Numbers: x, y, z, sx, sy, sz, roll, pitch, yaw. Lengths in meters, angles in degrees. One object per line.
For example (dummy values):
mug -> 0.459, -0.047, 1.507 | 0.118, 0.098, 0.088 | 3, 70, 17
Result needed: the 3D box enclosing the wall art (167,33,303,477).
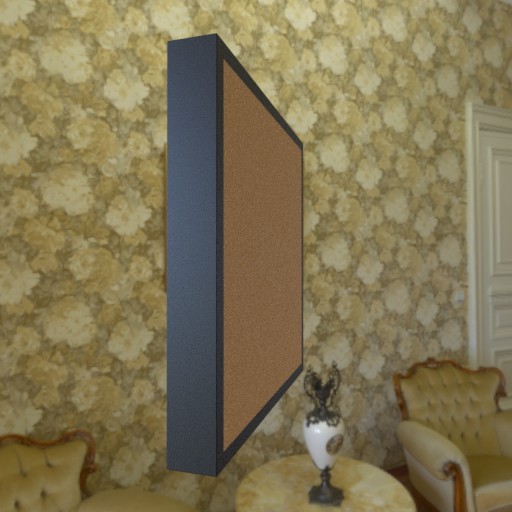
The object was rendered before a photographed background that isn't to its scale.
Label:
wall art -> 0.000, 0.000, 0.453 | 0.038, 0.304, 0.304 | 0, 0, 17
